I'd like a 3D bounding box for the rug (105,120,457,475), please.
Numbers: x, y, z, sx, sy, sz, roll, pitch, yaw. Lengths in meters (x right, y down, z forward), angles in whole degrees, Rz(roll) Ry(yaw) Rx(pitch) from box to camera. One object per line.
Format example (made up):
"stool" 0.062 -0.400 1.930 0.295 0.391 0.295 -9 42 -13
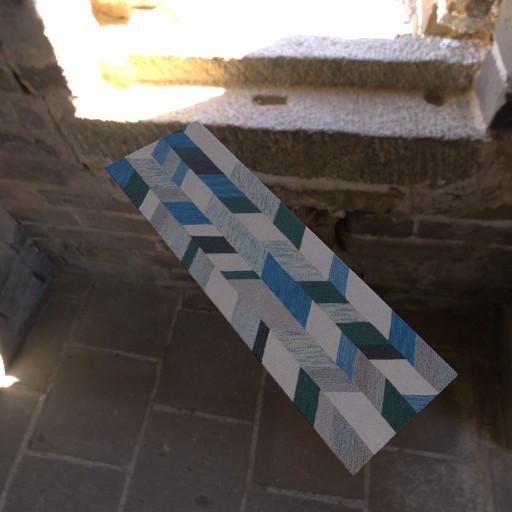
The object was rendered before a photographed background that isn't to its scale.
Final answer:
"rug" 0.000 0.000 2.676 0.774 0.008 2.437 -33 63 -19
